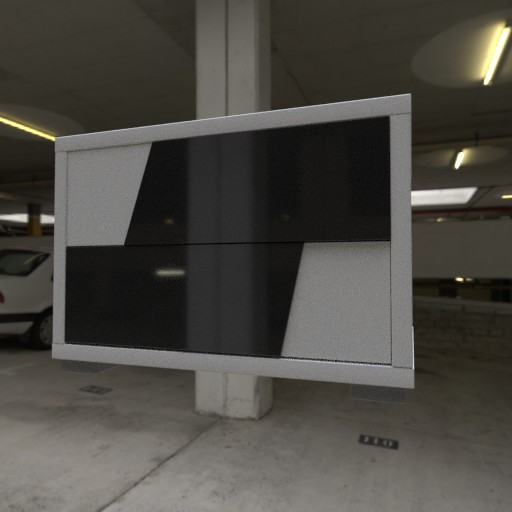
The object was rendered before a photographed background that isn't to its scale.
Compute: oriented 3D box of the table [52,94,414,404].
[{"bbox_3d":[0.000,0.000,0.777,0.517,0.357,0.399,-1,-2,19],"label":"table"}]
